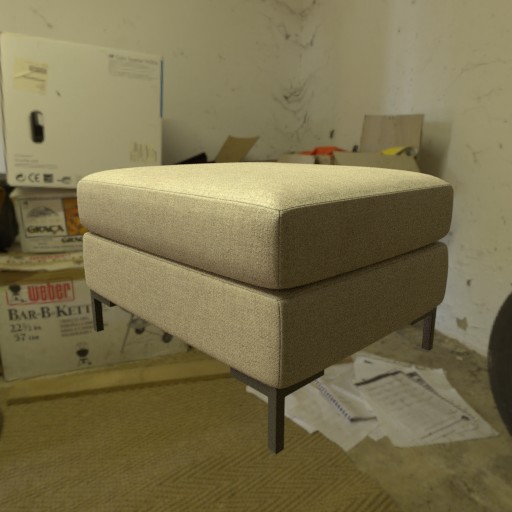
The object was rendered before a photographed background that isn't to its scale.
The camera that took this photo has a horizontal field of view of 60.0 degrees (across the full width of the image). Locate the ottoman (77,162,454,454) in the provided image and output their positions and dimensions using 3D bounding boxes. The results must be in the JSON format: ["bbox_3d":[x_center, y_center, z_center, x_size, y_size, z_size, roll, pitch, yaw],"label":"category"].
[{"bbox_3d":[0.000,0.000,1.218,0.671,0.490,0.820,-13,19,-42],"label":"ottoman"}]
